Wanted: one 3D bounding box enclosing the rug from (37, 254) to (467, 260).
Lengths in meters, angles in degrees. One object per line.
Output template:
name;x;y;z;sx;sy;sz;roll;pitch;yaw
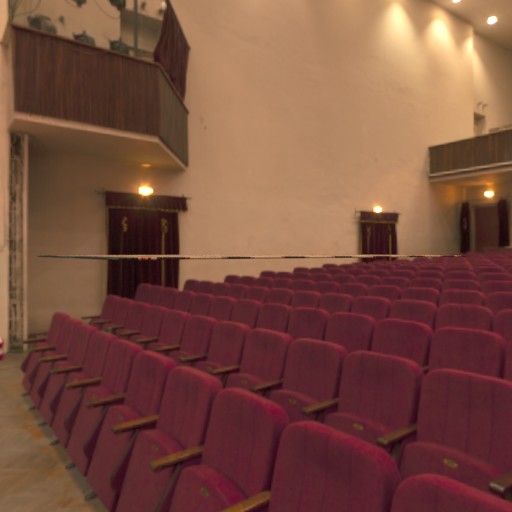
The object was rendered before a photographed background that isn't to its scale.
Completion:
rug;0.000;0.000;2.256;1.825;0.009;1.221;0;1;-36
